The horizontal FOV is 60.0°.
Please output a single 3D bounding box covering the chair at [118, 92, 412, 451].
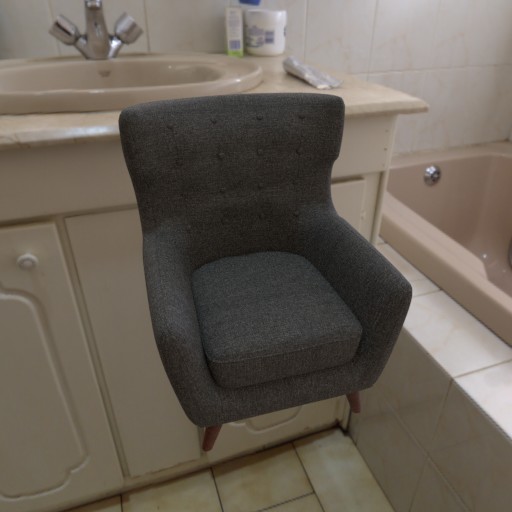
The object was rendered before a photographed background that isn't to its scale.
[{"bbox_3d":[0.000,0.000,1.727,0.878,1.063,0.904,-9,32,-14],"label":"chair"}]
